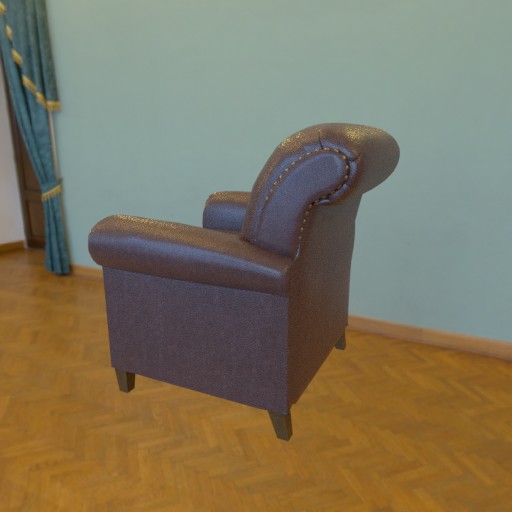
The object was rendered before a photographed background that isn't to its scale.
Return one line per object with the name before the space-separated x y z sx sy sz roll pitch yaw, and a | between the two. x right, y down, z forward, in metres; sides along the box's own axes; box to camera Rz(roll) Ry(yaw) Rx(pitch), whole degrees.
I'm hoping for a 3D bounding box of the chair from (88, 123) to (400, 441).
chair | 0.000 0.000 1.630 0.890 0.927 0.854 7 17 25
